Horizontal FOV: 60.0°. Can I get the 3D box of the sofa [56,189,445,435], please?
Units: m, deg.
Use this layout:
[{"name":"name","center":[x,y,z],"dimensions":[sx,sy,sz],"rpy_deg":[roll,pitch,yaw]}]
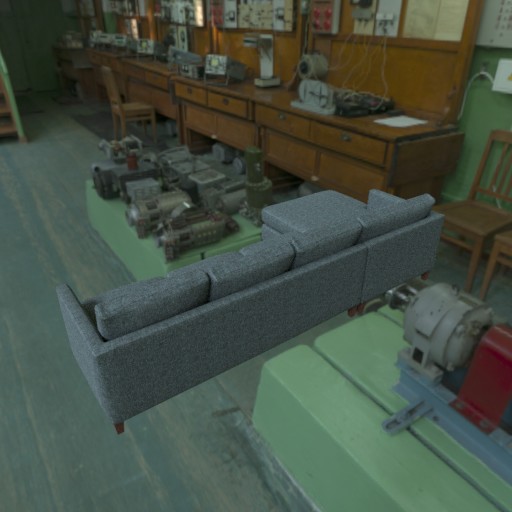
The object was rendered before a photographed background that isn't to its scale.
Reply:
[{"name":"sofa","center":[0.000,0.000,4.163],"dimensions":[3.485,0.960,1.635],"rpy_deg":[-19,35,-30]}]
